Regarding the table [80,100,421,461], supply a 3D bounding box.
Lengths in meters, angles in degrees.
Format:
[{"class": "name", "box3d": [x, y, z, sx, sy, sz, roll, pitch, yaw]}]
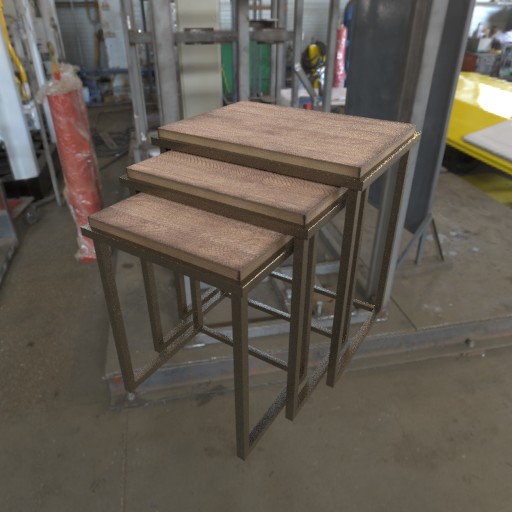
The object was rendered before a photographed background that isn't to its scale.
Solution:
[{"class": "table", "box3d": [0.000, 0.000, 1.163, 0.559, 0.610, 0.706, 18, 36, 28]}]
